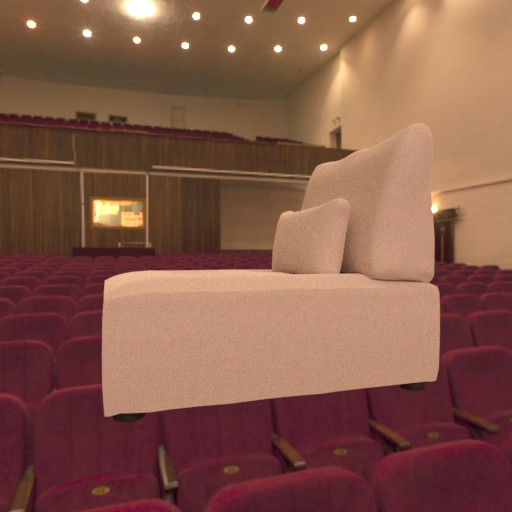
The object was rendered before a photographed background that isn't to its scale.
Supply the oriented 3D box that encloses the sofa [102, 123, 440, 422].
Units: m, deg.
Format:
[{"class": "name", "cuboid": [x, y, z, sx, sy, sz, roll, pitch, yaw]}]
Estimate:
[{"class": "sofa", "cuboid": [0.000, 0.000, 1.533, 1.000, 0.820, 0.700, 0, 0, -19]}]
